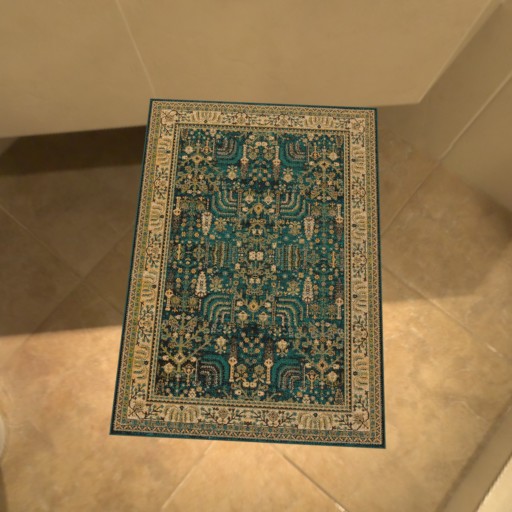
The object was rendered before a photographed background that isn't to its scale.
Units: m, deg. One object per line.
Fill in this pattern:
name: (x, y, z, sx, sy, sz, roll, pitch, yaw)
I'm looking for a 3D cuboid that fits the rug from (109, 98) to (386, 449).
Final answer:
rug: (0.000, 0.000, 2.828, 1.594, 0.013, 2.213, 3, 75, 1)
